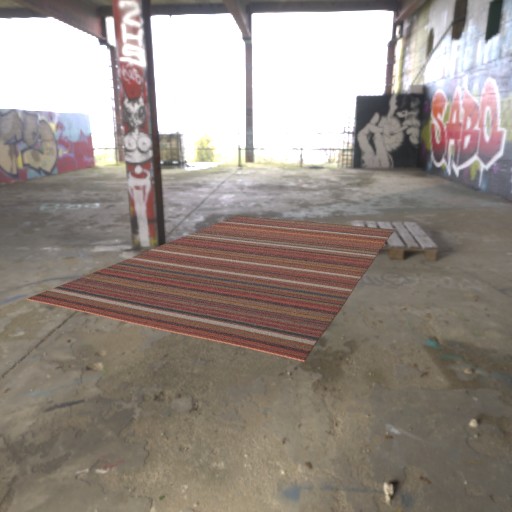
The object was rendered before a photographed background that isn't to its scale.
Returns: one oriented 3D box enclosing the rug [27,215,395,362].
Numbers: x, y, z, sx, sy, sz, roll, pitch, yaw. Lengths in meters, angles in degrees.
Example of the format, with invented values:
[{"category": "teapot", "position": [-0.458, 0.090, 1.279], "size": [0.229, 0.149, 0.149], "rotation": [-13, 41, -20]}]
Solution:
[{"category": "rug", "position": [0.000, 0.000, 3.066], "size": [1.523, 0.008, 2.438], "rotation": [7, 18, 23]}]
